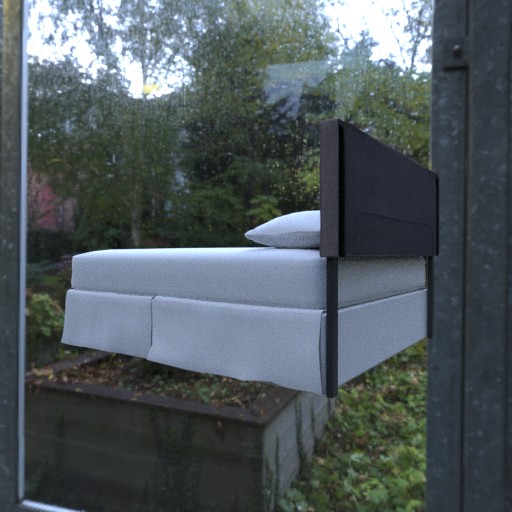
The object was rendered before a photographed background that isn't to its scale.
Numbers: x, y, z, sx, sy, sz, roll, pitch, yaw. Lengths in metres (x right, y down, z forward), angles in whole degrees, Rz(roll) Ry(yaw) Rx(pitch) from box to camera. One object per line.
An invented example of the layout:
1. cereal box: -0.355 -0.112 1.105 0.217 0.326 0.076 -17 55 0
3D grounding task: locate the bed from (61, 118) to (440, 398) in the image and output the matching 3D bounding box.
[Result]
1. bed: 0.000 0.000 2.864 1.894 1.089 1.610 0 0 36
